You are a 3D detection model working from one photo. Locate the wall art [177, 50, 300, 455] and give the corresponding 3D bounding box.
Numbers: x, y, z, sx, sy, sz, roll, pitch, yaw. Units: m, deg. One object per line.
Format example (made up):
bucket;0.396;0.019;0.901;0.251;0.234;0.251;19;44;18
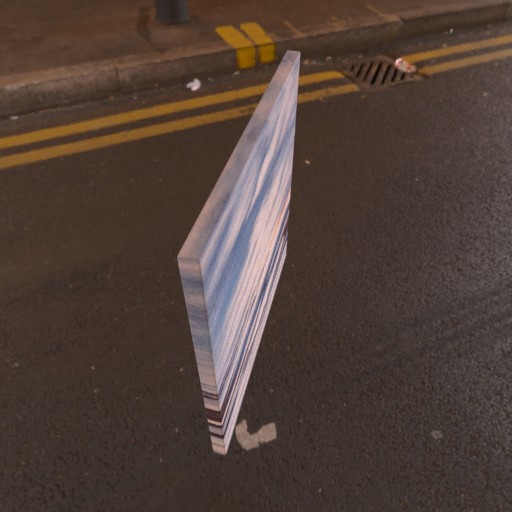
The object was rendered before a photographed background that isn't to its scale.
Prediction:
wall art;0.000;0.000;1.140;0.035;0.747;0.747;11;47;10
